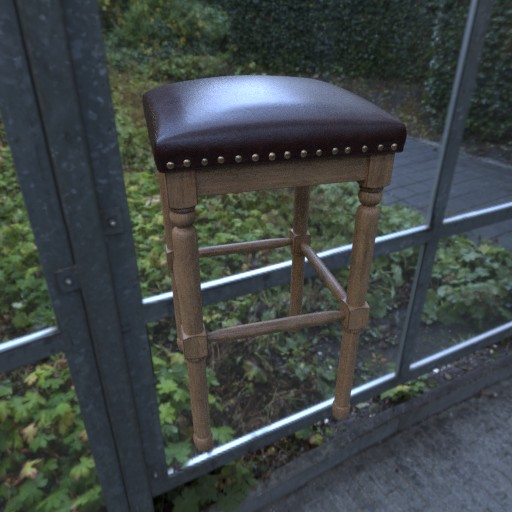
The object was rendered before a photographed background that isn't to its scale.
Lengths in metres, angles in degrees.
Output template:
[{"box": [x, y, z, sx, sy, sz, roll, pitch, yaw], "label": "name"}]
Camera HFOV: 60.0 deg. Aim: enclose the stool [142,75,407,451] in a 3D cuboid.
[{"box": [0.000, 0.000, 0.934, 0.382, 0.702, 0.383, -8, 31, -13], "label": "stool"}]
